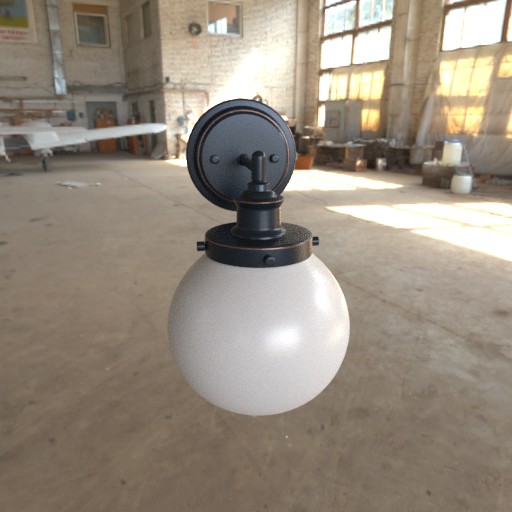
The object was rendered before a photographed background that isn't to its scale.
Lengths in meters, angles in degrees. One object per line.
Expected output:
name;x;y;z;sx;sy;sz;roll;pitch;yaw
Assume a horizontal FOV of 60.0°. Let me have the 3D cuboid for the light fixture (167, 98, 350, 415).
light fixture;0.000;0.000;0.483;0.197;0.332;0.230;-3;18;-9
